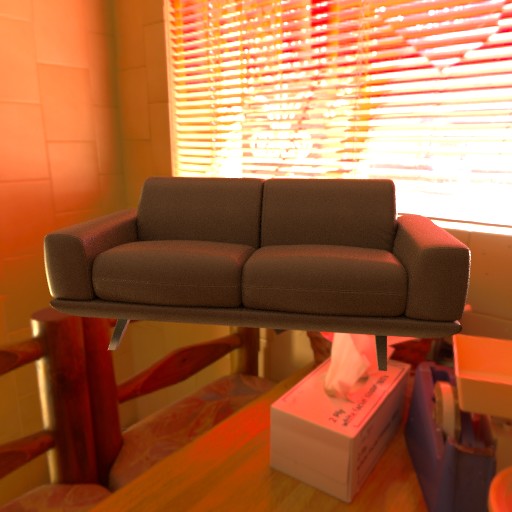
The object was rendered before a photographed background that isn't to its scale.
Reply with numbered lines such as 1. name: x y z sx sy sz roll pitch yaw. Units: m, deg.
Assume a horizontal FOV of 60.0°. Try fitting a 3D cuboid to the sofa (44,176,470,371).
1. sofa: 0.000 0.000 2.352 1.901 0.772 0.900 2 14 9
